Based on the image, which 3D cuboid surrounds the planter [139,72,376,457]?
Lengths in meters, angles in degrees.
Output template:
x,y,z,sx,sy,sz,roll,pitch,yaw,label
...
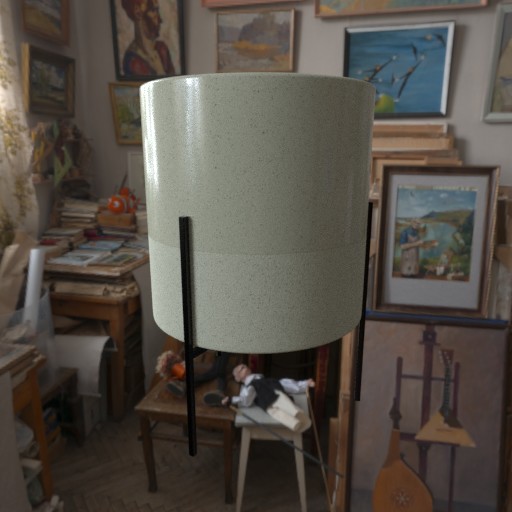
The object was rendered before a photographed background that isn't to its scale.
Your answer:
x,y,z,sx,sy,sz,roll,pitch,yaw,label
0.000,0.000,0.670,0.314,0.475,0.323,-7,16,-26,planter
